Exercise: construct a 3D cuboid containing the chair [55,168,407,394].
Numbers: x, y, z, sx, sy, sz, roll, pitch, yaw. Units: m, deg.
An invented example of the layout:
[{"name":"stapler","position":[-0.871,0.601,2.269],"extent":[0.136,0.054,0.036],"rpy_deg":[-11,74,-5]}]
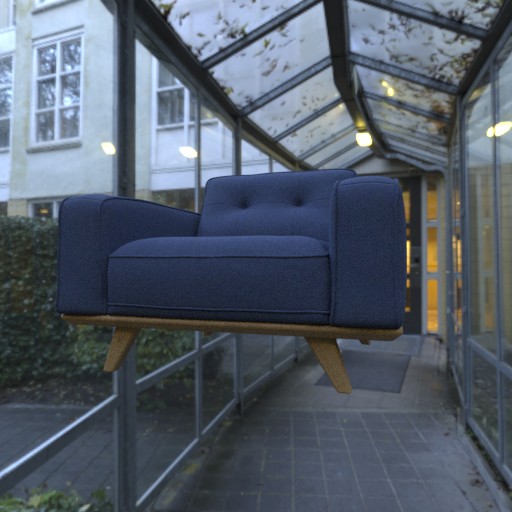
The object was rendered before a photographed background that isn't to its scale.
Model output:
[{"name":"chair","position":[0.000,0.000,1.739],"extent":[1.118,0.783,0.953],"rpy_deg":[0,-1,18]}]
